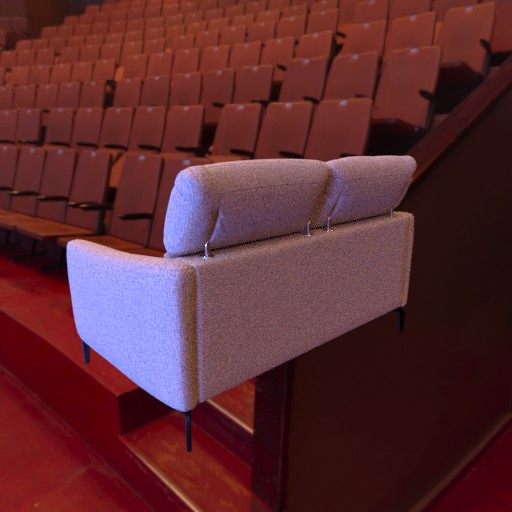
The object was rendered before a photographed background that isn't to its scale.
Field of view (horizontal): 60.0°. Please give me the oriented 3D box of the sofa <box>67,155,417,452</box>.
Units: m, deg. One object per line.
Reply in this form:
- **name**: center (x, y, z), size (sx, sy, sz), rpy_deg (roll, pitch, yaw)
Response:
- **sofa**: center (0.000, 0.000, 2.130), size (1.540, 0.950, 0.905), rpy_deg (-13, 20, -41)
